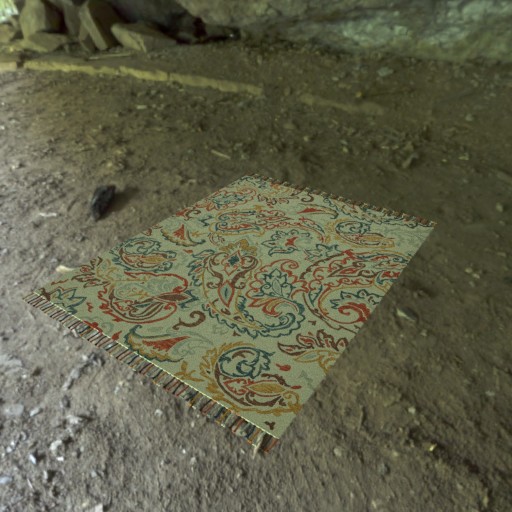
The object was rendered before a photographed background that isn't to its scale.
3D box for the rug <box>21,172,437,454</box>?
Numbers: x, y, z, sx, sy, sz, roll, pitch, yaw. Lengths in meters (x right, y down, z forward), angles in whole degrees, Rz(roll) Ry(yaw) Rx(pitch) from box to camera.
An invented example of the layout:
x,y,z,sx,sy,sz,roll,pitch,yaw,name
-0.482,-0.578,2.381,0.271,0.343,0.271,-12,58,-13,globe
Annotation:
x,y,z,sx,sy,sz,roll,pitch,yaw,name
0.000,0.000,4.189,2.439,0.015,3.274,21,38,29,rug
